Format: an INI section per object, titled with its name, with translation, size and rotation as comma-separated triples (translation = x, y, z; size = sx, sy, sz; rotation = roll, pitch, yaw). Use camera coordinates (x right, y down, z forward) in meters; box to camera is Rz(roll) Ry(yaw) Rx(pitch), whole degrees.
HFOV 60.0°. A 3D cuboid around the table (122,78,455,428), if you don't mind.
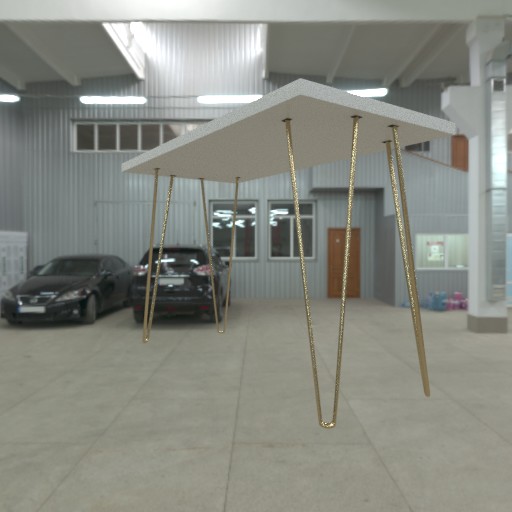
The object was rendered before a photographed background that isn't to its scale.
[table]
translation = 0.000, 0.000, 1.353
size = 0.498, 0.660, 0.991
rotation = -1, 1, -35
